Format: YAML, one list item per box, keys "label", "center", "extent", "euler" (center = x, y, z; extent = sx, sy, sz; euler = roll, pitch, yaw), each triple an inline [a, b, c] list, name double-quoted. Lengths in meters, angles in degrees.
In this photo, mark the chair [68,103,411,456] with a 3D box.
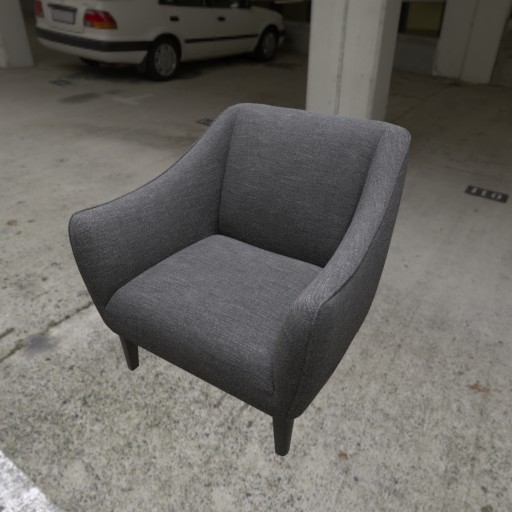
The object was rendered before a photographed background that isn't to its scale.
- label: "chair"
  center: [0.000, 0.000, 1.534]
  extent: [0.870, 0.829, 0.851]
  euler: [19, 36, 28]
